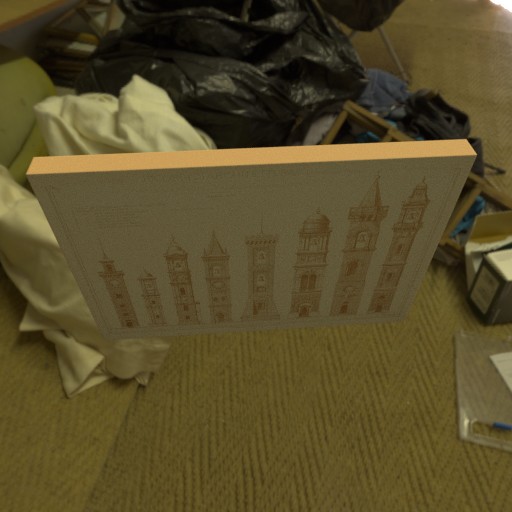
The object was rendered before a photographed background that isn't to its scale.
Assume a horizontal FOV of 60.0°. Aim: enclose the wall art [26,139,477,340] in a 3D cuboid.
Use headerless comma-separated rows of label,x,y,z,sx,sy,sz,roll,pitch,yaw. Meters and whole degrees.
wall art,0.000,0.000,0.761,0.609,0.407,0.039,-3,48,-3
